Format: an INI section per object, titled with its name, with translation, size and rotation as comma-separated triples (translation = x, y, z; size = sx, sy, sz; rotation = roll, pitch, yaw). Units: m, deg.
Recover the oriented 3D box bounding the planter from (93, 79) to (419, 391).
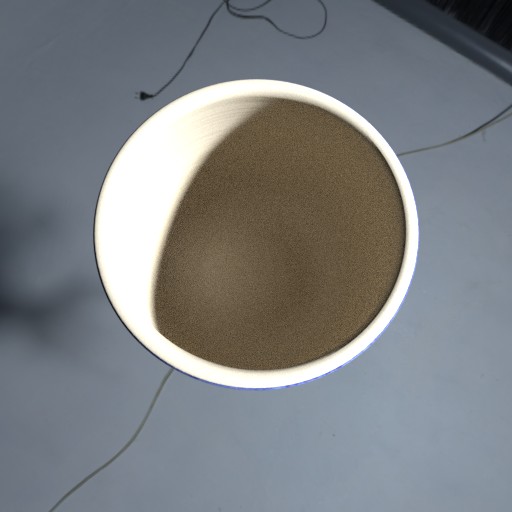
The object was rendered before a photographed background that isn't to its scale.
[planter]
translation = 0.000, 0.000, 0.292
size = 0.165, 0.149, 0.165
rotation = 0, 76, 0
